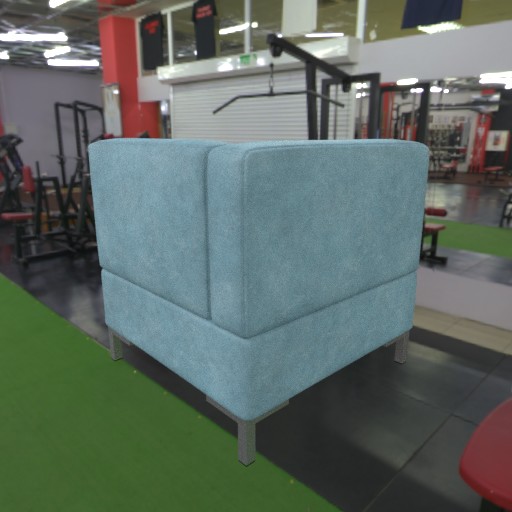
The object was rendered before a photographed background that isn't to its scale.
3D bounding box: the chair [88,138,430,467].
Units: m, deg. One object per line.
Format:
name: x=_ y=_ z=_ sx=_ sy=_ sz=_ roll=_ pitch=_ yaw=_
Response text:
chair: x=0.000 y=0.000 z=1.281 sx=0.691 sy=0.660 sz=0.684 roll=-14 pitch=21 yaw=-41
